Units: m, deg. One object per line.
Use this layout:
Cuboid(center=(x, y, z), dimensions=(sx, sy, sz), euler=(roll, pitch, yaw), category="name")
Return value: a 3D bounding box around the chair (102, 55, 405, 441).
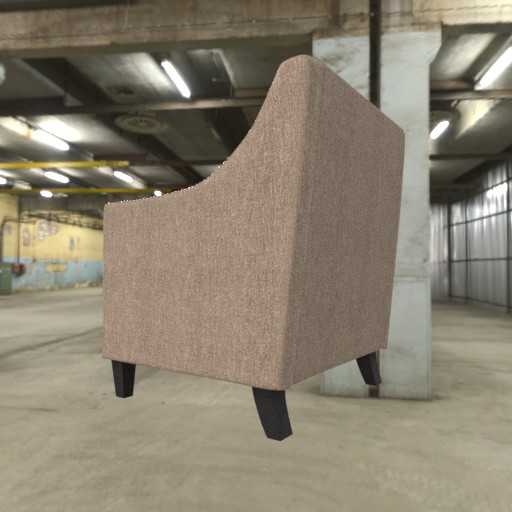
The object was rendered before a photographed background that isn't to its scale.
Cuboid(center=(0.000, 0.000, 1.618), dimensions=(0.884, 0.967, 0.776), euler=(-1, -3, 36), category="chair")
